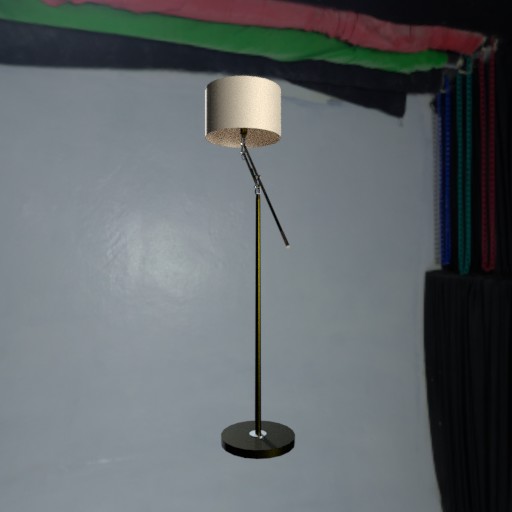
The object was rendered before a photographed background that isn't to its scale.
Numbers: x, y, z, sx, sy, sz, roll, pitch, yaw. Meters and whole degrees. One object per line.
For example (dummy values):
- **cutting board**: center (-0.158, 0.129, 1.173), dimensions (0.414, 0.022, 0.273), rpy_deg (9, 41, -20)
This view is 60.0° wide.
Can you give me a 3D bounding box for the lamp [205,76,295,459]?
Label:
- **lamp**: center (0.000, 0.000, 1.972), dimensions (0.373, 1.635, 0.809), rpy_deg (0, 0, -17)
